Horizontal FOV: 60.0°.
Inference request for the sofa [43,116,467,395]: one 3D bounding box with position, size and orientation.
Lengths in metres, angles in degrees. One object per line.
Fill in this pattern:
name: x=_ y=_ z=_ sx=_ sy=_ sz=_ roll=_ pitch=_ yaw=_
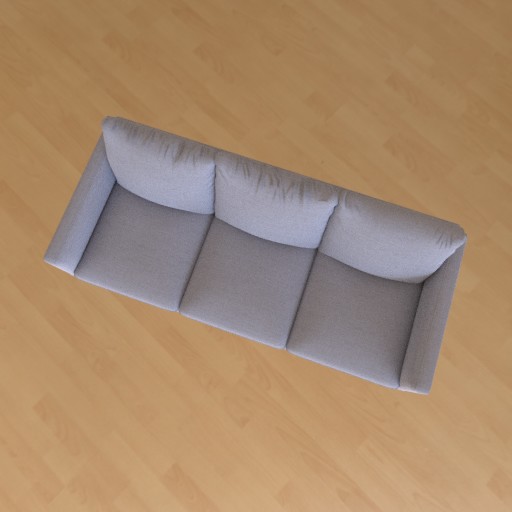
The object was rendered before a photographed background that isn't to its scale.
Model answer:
sofa: x=0.000 y=0.000 z=2.381 sx=2.000 sy=0.830 sz=0.850 roll=19 pitch=77 yaw=4
